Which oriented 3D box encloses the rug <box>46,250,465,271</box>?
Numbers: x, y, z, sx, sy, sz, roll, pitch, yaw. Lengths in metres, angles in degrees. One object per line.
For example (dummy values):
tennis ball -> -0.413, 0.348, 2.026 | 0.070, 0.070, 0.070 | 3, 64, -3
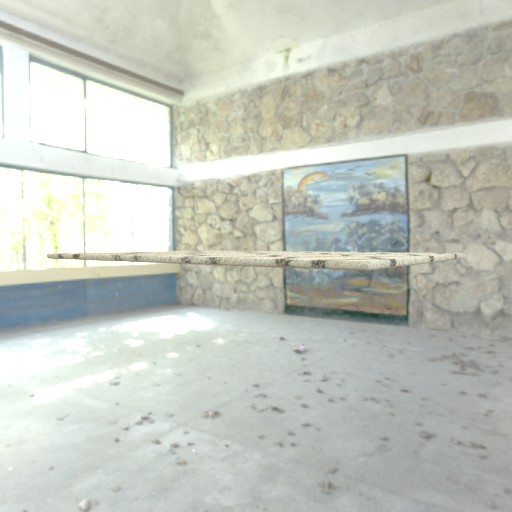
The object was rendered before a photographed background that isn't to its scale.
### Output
rug -> 0.000, 0.000, 2.103 | 1.600, 0.025, 1.200 | 1, 2, 36
